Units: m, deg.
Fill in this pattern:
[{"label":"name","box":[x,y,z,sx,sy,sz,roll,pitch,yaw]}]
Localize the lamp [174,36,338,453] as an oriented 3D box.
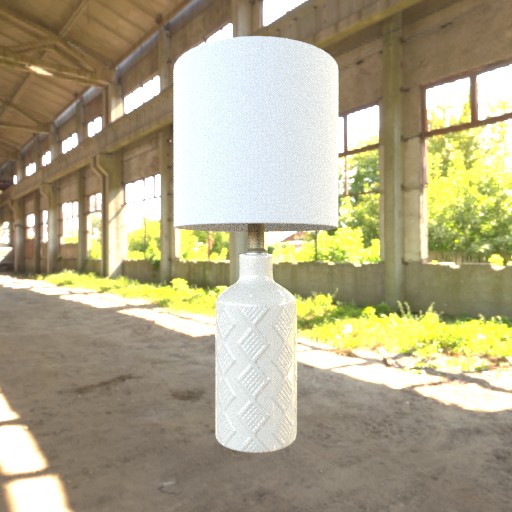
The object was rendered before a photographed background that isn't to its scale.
[{"label":"lamp","box":[0.000,0.000,0.567,0.207,0.461,0.207,0,1,18]}]
